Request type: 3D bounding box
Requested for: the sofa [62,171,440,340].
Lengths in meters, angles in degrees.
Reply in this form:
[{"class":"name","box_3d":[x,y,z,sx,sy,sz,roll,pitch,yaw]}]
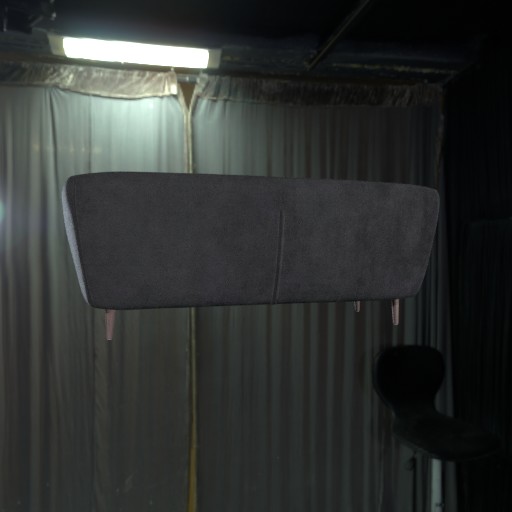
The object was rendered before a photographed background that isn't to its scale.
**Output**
[{"class":"sofa","box_3d":[0.000,0.000,2.816,2.296,0.875,0.956,0,1,-16]}]
